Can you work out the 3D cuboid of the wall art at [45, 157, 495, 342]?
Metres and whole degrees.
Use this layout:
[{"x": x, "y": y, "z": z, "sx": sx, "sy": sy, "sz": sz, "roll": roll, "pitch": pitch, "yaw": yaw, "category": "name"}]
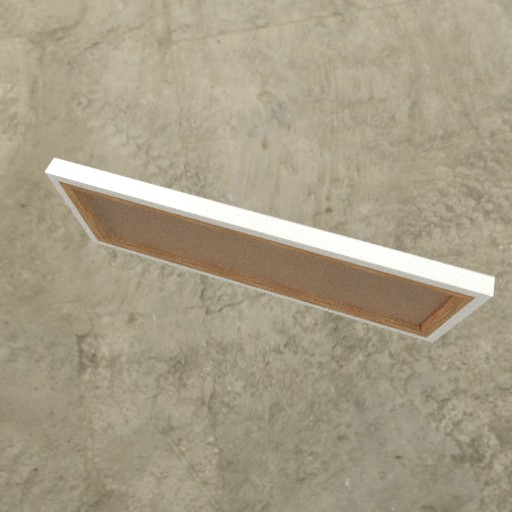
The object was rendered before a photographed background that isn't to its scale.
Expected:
[{"x": 0.000, "y": 0.000, "z": 0.846, "sx": 0.766, "sy": 0.256, "sz": 0.036, "roll": 16, "pitch": 64, "yaw": 8, "category": "wall art"}]
